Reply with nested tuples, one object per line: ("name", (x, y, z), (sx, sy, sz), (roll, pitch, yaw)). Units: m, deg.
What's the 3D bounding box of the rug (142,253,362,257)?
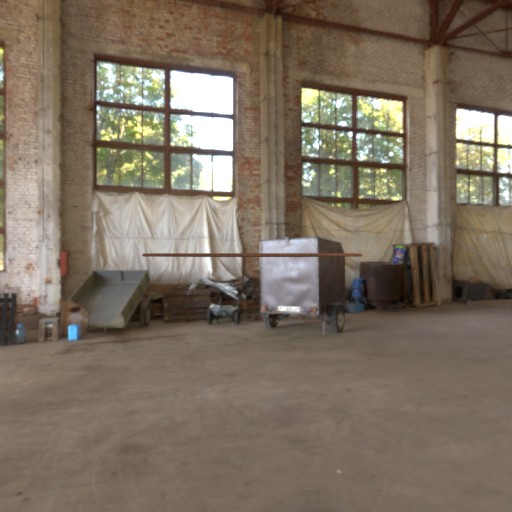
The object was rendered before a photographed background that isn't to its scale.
("rug", (0.000, 0.000, 2.751), (0.769, 0.012, 2.448), (0, 0, 1))
